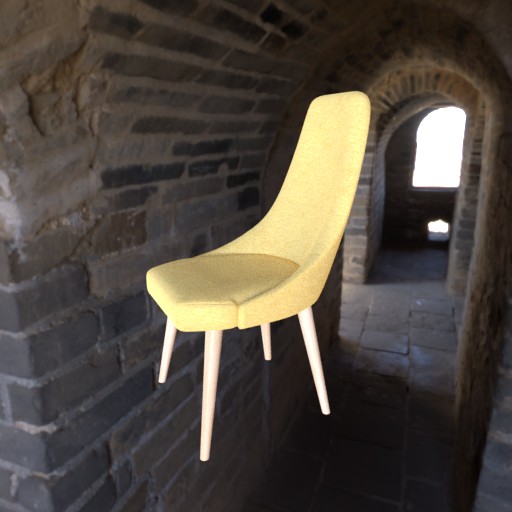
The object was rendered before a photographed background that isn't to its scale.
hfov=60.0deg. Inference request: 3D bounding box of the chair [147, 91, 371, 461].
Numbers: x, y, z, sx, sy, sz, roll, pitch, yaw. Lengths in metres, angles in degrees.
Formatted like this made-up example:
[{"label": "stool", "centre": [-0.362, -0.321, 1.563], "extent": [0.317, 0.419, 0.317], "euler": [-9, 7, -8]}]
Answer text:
[{"label": "chair", "centre": [0.000, 0.000, 1.469], "extent": [0.660, 1.040, 0.510], "euler": [-7, 17, -26]}]
